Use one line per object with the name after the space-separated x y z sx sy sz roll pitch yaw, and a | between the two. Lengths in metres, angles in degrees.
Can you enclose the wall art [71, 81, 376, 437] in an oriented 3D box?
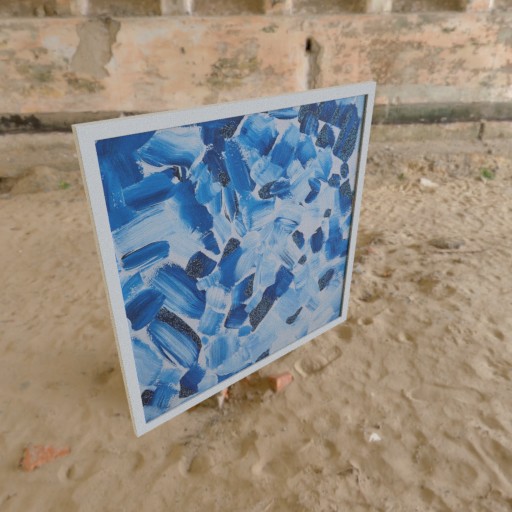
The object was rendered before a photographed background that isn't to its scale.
0.000 0.000 0.673 0.457 0.457 0.012 -21 36 -32 | wall art
